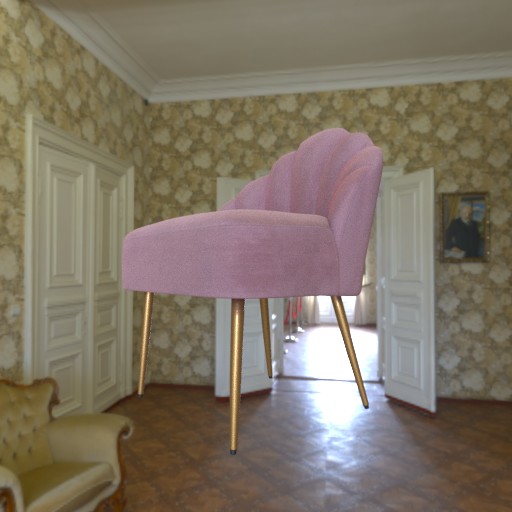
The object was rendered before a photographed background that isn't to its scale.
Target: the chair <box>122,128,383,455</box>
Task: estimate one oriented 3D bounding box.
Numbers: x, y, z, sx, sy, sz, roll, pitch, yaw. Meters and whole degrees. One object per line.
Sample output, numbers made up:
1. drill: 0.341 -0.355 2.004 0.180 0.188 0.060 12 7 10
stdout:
1. chair: 0.000 0.000 1.242 0.599 0.819 0.657 2 -3 -36
